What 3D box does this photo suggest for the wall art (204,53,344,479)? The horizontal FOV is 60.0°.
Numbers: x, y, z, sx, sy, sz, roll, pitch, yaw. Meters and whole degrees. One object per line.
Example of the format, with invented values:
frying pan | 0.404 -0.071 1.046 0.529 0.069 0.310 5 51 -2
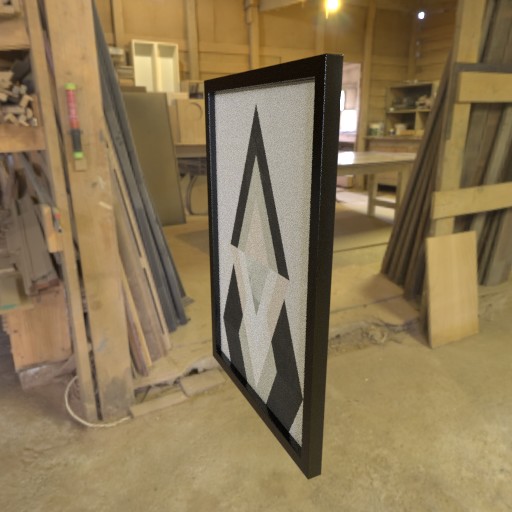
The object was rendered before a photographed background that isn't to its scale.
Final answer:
wall art | 0.000 0.000 0.587 0.019 0.455 0.314 -8 19 -25
